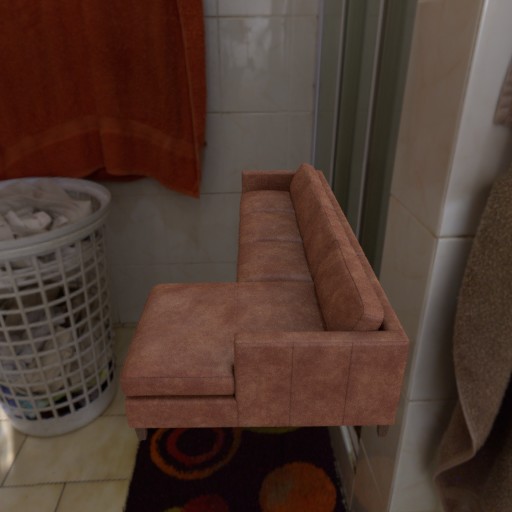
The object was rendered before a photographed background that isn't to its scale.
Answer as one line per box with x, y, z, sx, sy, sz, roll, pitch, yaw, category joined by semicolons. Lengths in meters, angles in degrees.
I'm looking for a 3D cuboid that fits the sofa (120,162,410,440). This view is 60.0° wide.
0.000;0.000;3.866;1.581;0.883;3.203;0;27;-1;sofa
